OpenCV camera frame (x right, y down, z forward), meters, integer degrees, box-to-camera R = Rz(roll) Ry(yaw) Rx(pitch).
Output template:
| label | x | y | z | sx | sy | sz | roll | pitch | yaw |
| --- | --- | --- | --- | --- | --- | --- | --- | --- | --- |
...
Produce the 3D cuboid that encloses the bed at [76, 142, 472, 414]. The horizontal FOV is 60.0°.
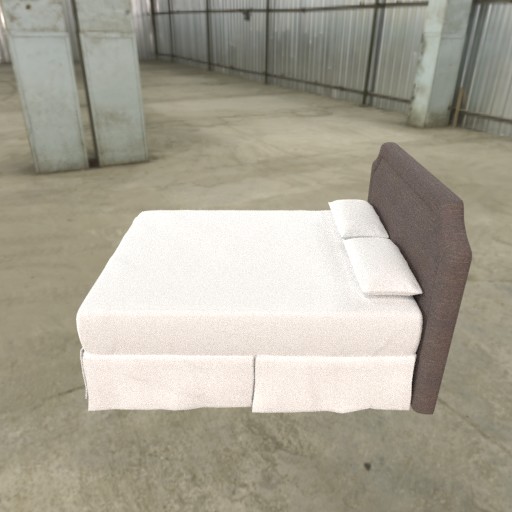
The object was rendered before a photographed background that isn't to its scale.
| label | x | y | z | sx | sy | sz | roll | pitch | yaw |
| --- | --- | --- | --- | --- | --- | --- | --- | --- | --- |
| bed | 0.000 | 0.000 | 3.071 | 2.116 | 1.290 | 1.693 | 0 | 27 | 0 |
